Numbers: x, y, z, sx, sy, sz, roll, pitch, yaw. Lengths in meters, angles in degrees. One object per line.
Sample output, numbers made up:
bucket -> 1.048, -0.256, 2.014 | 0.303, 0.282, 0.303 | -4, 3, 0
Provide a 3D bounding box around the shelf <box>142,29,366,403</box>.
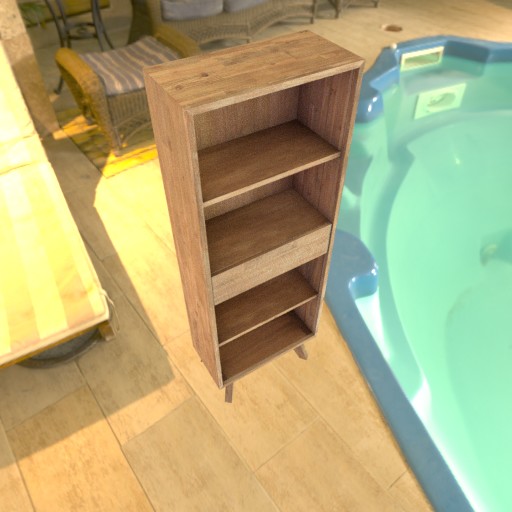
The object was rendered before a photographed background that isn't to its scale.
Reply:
shelf -> 0.000, 0.000, 1.559 | 0.491, 1.342, 0.267 | -24, 50, -21
